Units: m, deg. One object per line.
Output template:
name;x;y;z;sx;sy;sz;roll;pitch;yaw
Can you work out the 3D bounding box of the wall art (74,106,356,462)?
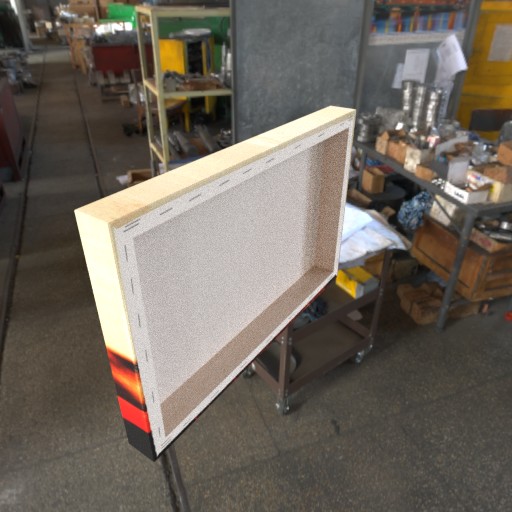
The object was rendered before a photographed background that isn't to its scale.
wall art;0.000;0.000;0.493;0.037;0.251;0.383;20;37;30
